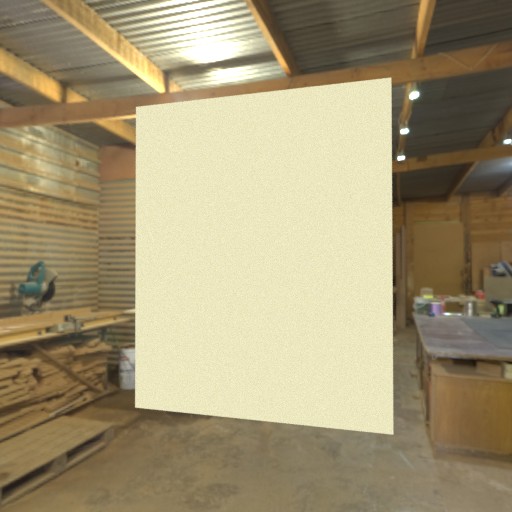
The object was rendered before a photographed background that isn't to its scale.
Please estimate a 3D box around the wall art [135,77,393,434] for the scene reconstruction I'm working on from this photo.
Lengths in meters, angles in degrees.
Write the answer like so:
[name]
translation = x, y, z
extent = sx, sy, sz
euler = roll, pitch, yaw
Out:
[wall art]
translation = 0.000, 0.000, 0.768
extent = 0.451, 0.553, 0.039
euler = 0, -1, 17
